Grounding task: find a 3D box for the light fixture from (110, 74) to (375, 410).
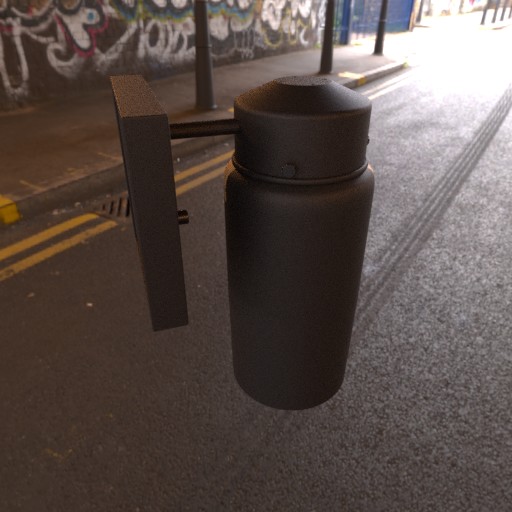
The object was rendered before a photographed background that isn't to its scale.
[{"bbox_3d":[0.000,0.000,0.349,0.176,0.257,0.130,-9,32,-15],"label":"light fixture"}]
